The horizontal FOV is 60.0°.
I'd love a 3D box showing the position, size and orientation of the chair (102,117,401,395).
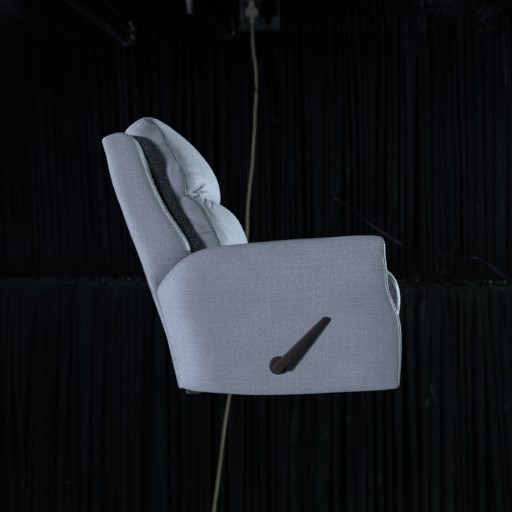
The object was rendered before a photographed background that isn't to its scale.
[{"bbox_3d":[0.000,0.000,1.863,1.080,1.030,0.829,0,1,-2],"label":"chair"}]
